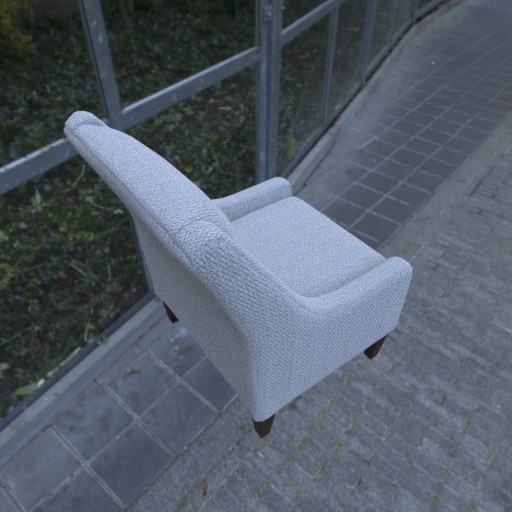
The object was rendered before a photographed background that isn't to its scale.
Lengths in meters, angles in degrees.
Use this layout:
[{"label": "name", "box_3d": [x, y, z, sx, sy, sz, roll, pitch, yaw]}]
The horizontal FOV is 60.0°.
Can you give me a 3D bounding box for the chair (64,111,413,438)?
[{"label": "chair", "box_3d": [0.000, 0.000, 1.578, 0.870, 1.014, 0.774, -26, 48, -26]}]
